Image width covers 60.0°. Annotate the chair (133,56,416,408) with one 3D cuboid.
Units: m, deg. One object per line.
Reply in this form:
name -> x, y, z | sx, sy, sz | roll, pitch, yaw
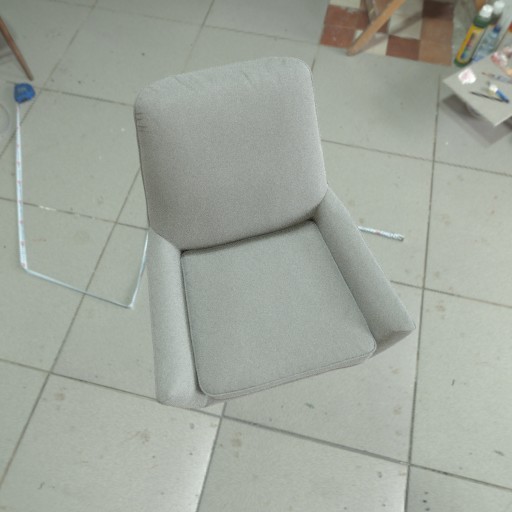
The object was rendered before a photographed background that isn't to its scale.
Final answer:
chair -> 0.000, 0.000, 1.470 | 0.787, 0.888, 0.822 | -14, 65, -7
